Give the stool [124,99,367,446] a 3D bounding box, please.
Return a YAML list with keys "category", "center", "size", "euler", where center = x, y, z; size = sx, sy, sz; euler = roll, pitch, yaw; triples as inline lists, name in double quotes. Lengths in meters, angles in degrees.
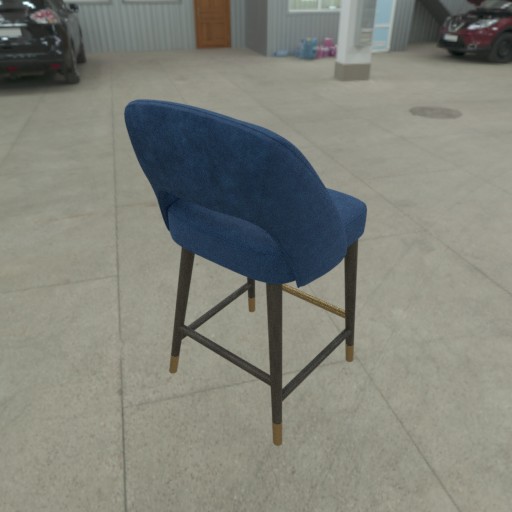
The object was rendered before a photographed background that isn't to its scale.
- category: "stool"
  center: [0.000, 0.000, 1.268]
  size: [0.536, 0.925, 0.524]
  euler: [23, 38, 32]
